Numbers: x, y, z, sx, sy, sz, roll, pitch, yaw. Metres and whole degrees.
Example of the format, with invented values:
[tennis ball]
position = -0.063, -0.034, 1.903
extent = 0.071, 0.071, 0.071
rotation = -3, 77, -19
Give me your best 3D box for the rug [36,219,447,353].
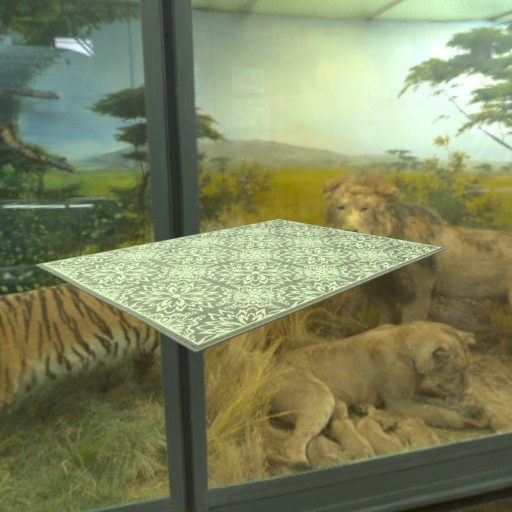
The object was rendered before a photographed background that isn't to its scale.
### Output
[rug]
position = 0.000, 0.000, 2.920
extent = 2.213, 0.014, 1.608
rotation = -15, 21, -43
